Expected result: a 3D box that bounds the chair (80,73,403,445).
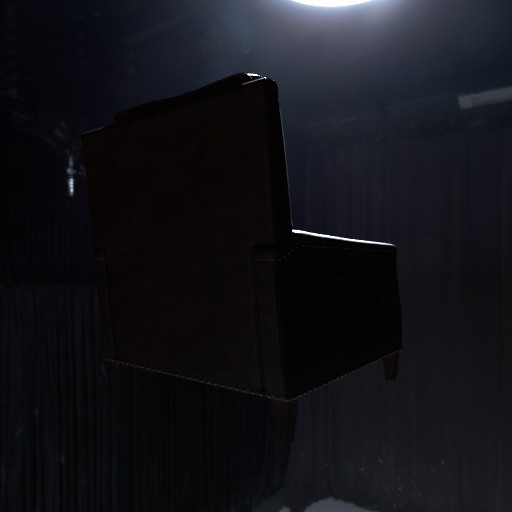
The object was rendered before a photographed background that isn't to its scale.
[{"bbox_3d":[0.000,0.000,1.773,0.854,1.054,1.035,0,-1,37],"label":"chair"}]
